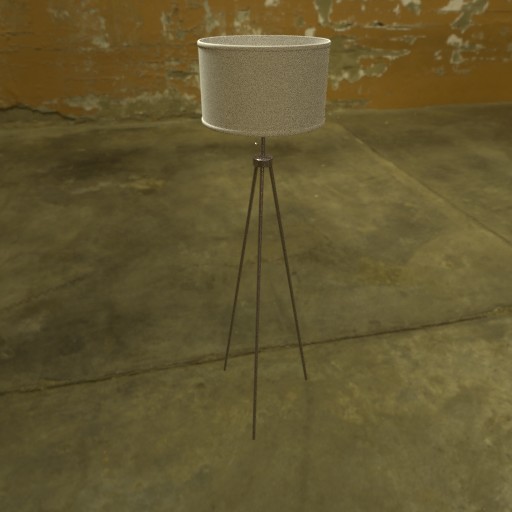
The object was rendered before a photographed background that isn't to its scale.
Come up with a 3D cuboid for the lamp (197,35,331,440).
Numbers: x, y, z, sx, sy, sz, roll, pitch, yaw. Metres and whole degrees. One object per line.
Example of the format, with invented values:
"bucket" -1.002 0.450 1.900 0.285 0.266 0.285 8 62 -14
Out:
"lamp" 0.000 0.000 1.757 0.458 1.545 0.448 18 35 28
